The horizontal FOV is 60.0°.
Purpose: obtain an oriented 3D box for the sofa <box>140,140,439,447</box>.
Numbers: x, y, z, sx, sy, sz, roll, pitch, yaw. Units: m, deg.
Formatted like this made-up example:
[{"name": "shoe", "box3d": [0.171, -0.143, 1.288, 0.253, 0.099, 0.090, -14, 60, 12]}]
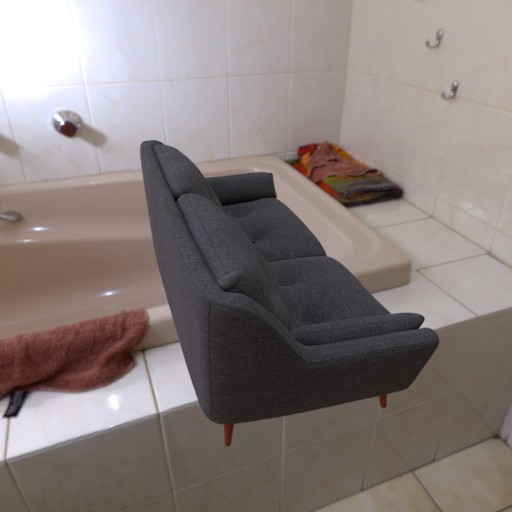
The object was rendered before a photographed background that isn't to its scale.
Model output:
[{"name": "sofa", "box3d": [0.000, 0.000, 2.400, 0.975, 0.896, 1.929, -10, 32, -16]}]
